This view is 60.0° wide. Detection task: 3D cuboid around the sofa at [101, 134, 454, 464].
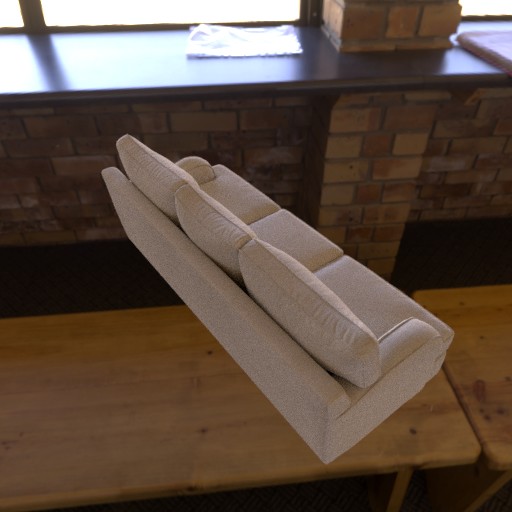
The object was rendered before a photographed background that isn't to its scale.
[{"bbox_3d":[0.000,0.000,2.835,1.016,0.991,2.323,-26,48,-27],"label":"sofa"}]
